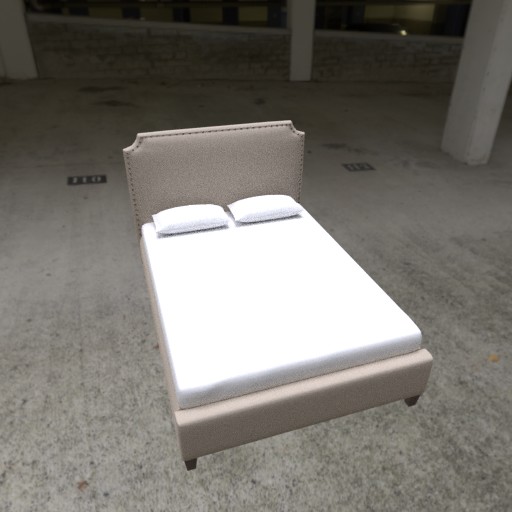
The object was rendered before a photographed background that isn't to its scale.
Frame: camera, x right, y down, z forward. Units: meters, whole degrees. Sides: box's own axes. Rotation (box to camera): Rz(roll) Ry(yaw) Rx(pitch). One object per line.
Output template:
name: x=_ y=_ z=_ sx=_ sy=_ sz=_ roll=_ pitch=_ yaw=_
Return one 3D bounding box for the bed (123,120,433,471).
bed: x=0.000 y=0.000 z=3.483 sx=1.713 sy=1.443 sz=2.372 roll=-10 pitch=33 yaw=-15
